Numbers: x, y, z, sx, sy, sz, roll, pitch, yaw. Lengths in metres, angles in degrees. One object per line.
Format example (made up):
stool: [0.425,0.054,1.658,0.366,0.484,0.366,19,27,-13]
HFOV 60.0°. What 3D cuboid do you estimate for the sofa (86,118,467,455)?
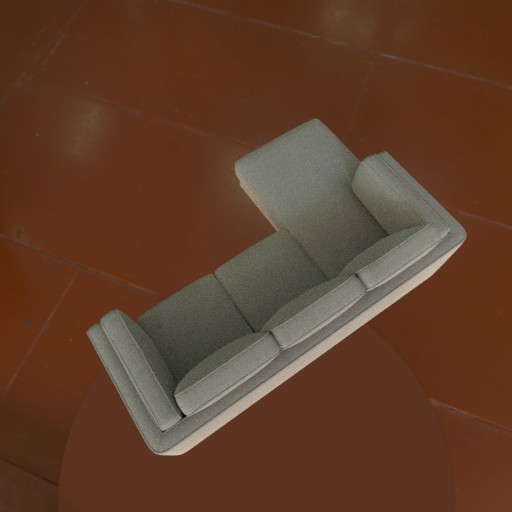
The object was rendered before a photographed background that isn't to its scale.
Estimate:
sofa: [0.000,0.000,3.183,2.411,0.929,1.604,-32,69,-14]
